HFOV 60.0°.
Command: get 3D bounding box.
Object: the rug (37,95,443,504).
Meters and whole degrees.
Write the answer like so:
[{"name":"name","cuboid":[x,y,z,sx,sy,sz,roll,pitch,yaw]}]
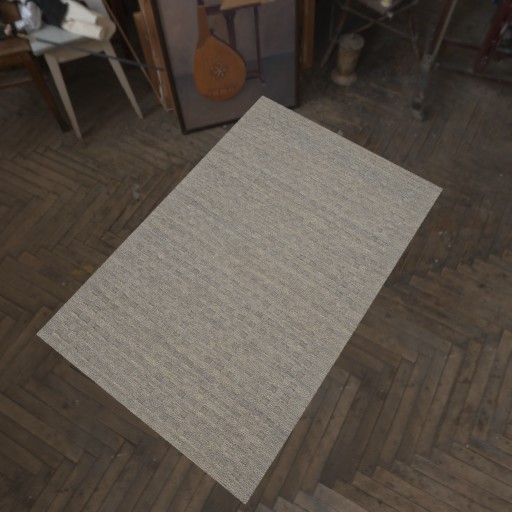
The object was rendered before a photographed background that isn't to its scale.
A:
[{"name":"rug","cuboid":[0.000,0.000,2.134,1.142,0.006,1.752,32,68,15]}]
